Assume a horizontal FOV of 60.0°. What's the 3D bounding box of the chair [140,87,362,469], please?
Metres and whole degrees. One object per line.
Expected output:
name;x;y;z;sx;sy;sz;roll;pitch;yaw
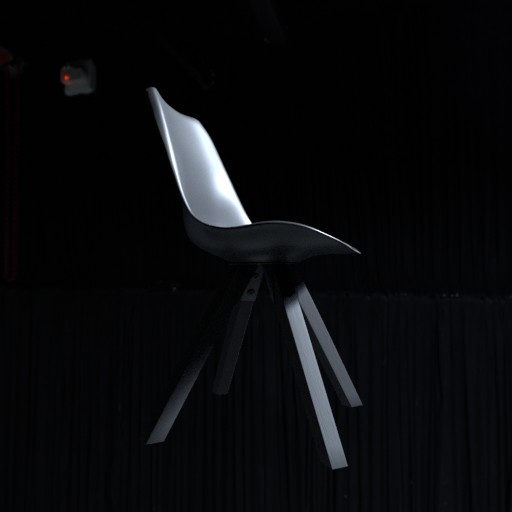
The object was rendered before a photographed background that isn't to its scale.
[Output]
chair;0.000;0.000;1.151;0.530;0.850;0.485;-1;-2;17
